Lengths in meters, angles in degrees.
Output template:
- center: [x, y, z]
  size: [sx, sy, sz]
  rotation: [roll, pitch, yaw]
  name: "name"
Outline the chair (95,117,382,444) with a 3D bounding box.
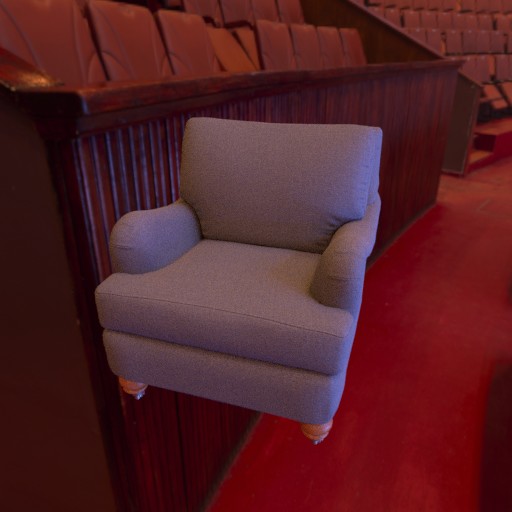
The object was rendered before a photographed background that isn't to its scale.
- center: [0.000, 0.000, 1.887]
  size: [0.955, 1.038, 1.070]
  rotation: [8, 26, 16]
  name: "chair"
